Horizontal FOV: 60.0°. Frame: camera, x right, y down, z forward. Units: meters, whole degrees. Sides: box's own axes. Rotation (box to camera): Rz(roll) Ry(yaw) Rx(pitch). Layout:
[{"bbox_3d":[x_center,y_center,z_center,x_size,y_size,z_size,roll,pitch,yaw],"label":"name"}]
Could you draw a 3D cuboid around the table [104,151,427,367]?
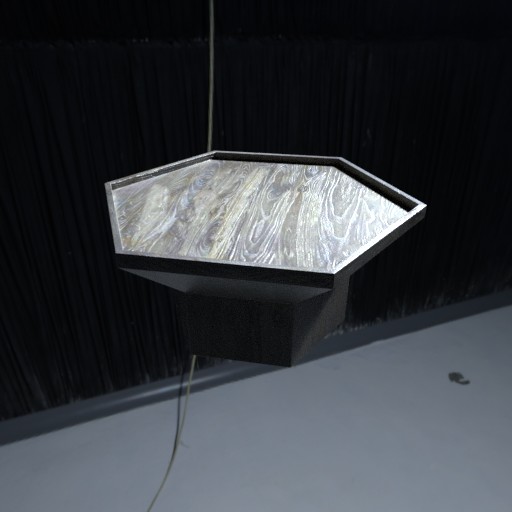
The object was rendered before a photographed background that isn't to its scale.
[{"bbox_3d":[0.000,0.000,1.630,0.966,0.488,1.115,-10,31,-17],"label":"table"}]
